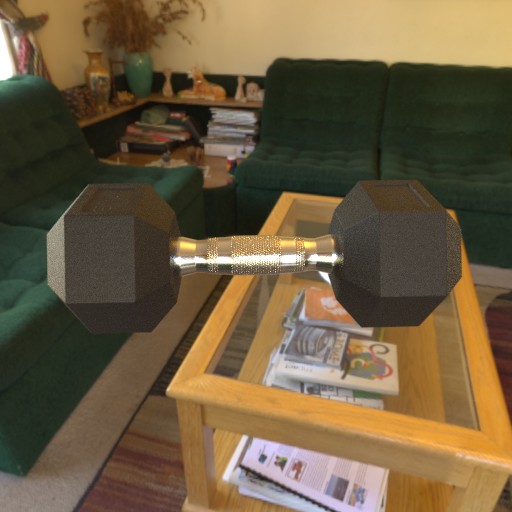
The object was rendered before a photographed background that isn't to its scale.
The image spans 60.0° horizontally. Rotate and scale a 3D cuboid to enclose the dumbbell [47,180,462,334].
[{"bbox_3d":[0.000,0.000,0.348,0.297,0.101,0.116,-1,30,-2],"label":"dumbbell"}]
